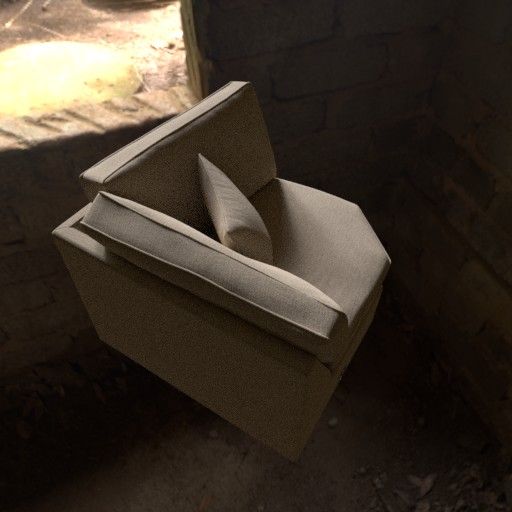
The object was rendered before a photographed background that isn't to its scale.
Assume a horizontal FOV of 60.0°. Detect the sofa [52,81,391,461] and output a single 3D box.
[{"bbox_3d":[0.000,0.000,1.853,1.050,0.937,1.042,26,52,22],"label":"sofa"}]
